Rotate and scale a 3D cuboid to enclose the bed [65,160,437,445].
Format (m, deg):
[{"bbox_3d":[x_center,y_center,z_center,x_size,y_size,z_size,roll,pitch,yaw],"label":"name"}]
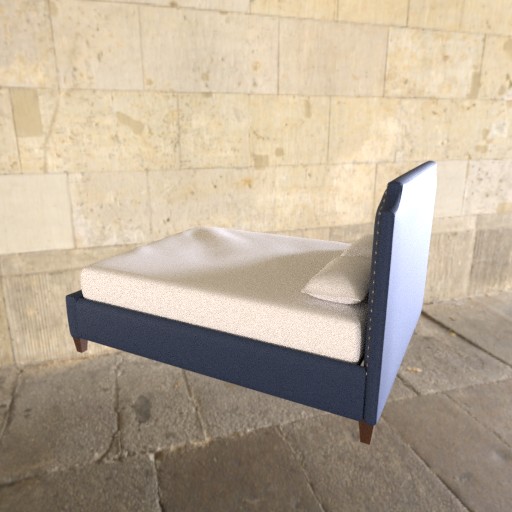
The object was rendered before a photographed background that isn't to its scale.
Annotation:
[{"bbox_3d":[0.000,0.000,3.434,2.372,1.443,1.712,8,19,26],"label":"bed"}]
